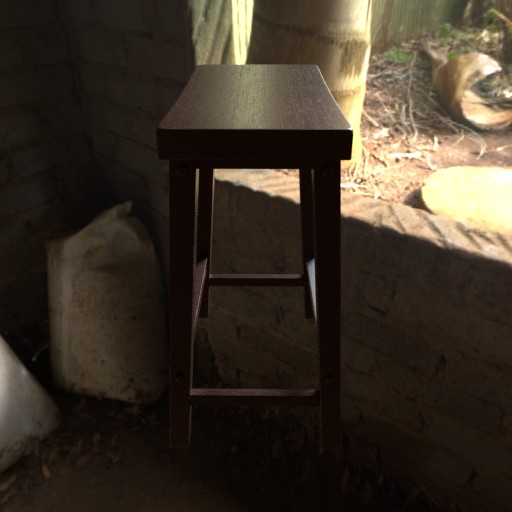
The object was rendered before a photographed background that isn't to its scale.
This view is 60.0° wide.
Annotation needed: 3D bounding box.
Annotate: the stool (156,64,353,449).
[{"bbox_3d":[0.000,0.000,0.843,0.322,0.610,0.406,0,33,0],"label":"stool"}]
